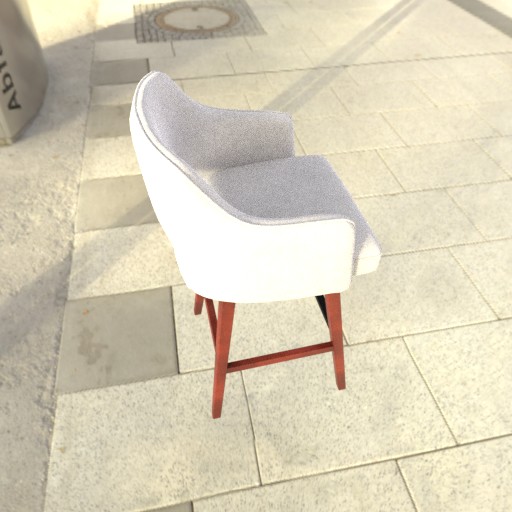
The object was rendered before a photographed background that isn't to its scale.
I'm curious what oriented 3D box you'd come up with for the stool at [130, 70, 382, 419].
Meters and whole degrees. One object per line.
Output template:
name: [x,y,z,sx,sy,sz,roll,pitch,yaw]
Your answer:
stool: [0.000,0.000,1.330,0.558,1.012,0.548,-10,46,-9]
